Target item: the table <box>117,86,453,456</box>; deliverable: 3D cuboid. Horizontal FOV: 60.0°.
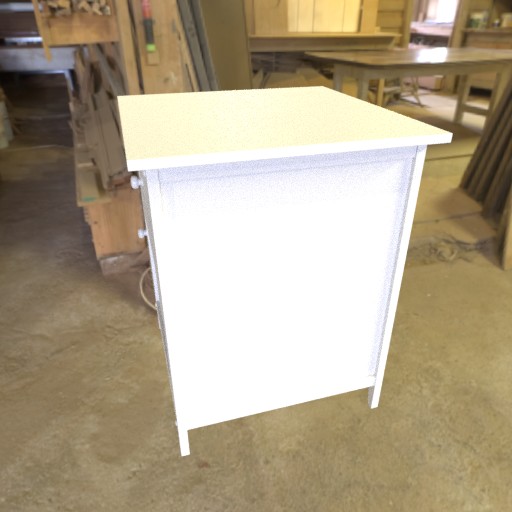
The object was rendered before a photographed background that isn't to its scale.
[{"bbox_3d":[0.000,0.000,0.762,0.381,0.483,0.381,-8,30,-14],"label":"table"}]
